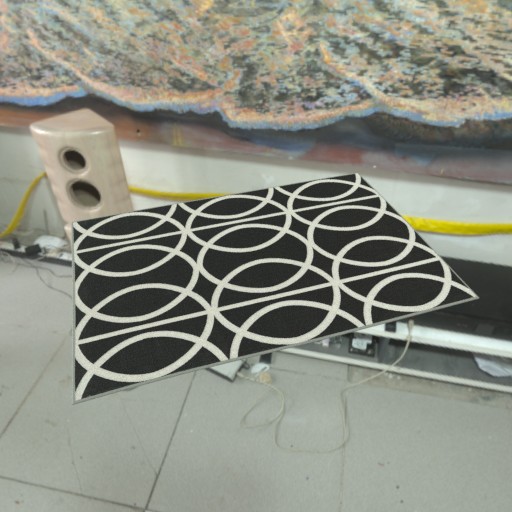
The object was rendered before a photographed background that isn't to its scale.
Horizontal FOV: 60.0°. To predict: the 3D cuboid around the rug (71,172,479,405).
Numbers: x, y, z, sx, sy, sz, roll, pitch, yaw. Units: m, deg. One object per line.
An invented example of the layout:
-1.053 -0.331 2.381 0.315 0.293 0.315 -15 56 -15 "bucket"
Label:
0.000 0.000 2.884 2.290 0.014 1.526 -12 42 -13 "rug"
